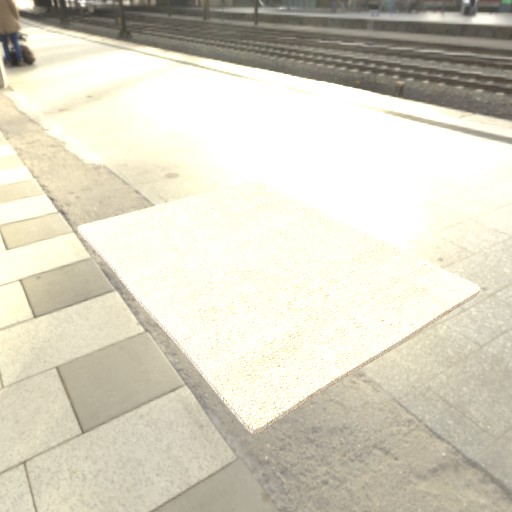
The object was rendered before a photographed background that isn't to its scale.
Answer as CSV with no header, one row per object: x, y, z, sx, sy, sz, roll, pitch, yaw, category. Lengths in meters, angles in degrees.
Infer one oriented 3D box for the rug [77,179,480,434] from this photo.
0.000,0.000,2.114,1.200,0.027,1.600,-20,36,-31,rug
